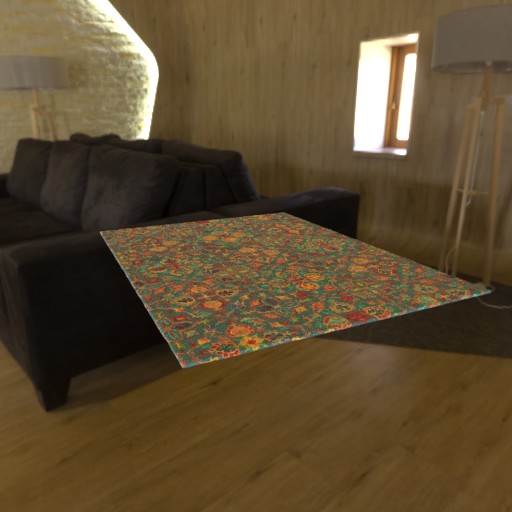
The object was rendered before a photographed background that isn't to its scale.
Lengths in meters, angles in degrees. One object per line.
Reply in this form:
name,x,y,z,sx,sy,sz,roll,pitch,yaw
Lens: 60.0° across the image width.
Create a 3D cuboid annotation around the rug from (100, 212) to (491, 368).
rug,0.000,0.000,4.237,2.434,0.025,3.204,-8,19,-25
